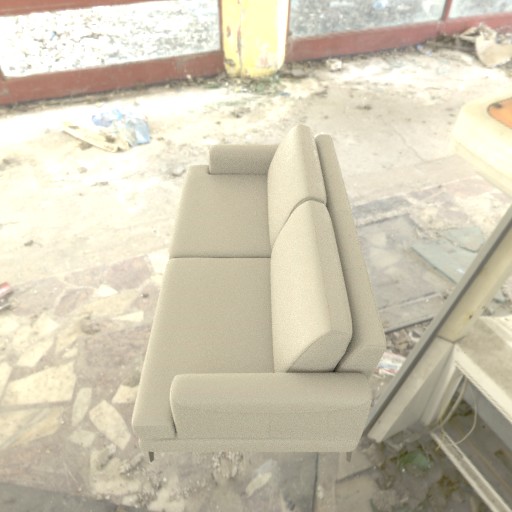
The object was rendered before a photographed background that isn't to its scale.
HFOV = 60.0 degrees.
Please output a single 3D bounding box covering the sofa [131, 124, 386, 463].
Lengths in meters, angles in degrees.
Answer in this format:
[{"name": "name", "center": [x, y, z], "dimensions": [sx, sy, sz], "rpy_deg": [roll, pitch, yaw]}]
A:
[{"name": "sofa", "center": [0.000, 0.000, 2.399], "dimensions": [0.974, 0.765, 1.940], "rpy_deg": [0, 42, 0]}]
